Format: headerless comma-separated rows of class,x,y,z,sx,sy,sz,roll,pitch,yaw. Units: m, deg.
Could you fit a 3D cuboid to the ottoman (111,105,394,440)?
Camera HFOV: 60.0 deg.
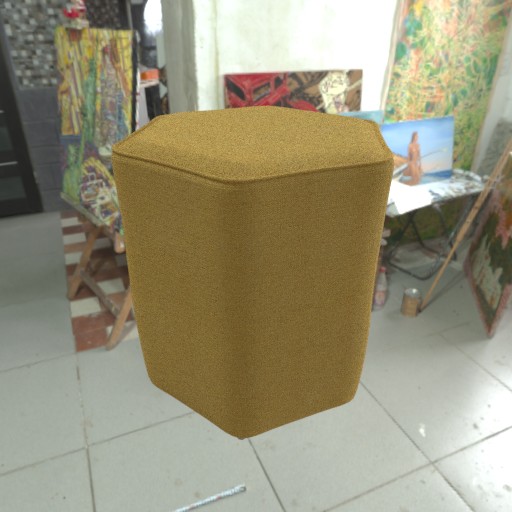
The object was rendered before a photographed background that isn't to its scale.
ottoman,0.000,0.000,0.878,0.494,0.502,0.443,20,35,32
